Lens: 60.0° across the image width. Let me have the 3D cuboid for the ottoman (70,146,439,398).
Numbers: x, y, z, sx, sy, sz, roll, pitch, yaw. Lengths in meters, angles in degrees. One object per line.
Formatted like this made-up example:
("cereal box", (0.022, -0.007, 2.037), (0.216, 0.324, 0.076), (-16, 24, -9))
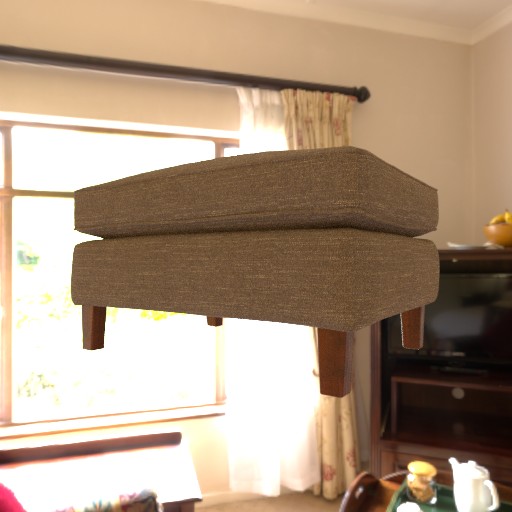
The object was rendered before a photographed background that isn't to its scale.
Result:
("ottoman", (0.000, 0.000, 0.973), (0.686, 0.406, 0.508), (0, -1, 35))
